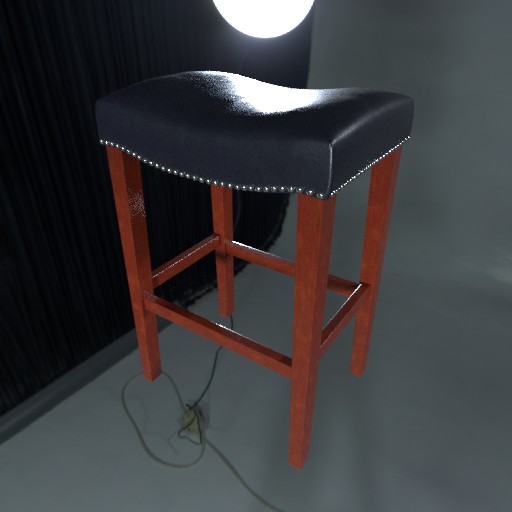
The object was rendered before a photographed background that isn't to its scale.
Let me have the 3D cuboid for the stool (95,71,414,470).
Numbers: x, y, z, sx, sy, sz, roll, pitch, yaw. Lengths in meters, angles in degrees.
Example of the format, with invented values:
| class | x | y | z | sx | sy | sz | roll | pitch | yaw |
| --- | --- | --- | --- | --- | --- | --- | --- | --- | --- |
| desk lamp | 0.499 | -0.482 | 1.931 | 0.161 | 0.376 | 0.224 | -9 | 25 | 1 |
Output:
| class | x | y | z | sx | sy | sz | roll | pitch | yaw |
| --- | --- | --- | --- | --- | --- | --- | --- | --- | --- |
| stool | 0.000 | 0.000 | 1.012 | 0.504 | 0.742 | 0.372 | 19 | 36 | 29 |
